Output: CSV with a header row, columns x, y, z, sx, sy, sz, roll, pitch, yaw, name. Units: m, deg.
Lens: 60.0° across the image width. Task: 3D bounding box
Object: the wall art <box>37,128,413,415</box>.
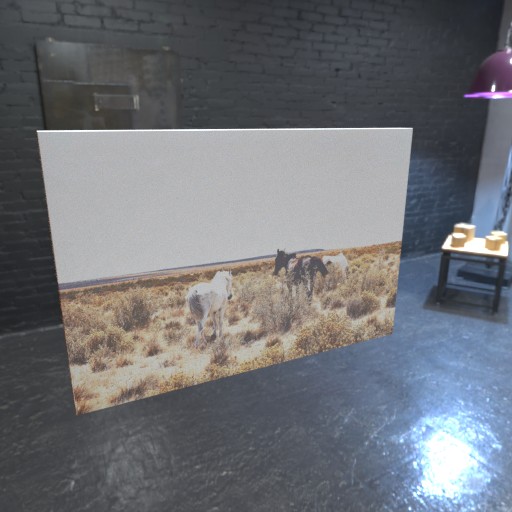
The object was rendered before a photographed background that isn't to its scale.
x,y,z,sx,sy,sz,roll,pitch,yaw,name
0.000,0.000,1.110,0.914,0.610,0.050,-8,19,-25,wall art
